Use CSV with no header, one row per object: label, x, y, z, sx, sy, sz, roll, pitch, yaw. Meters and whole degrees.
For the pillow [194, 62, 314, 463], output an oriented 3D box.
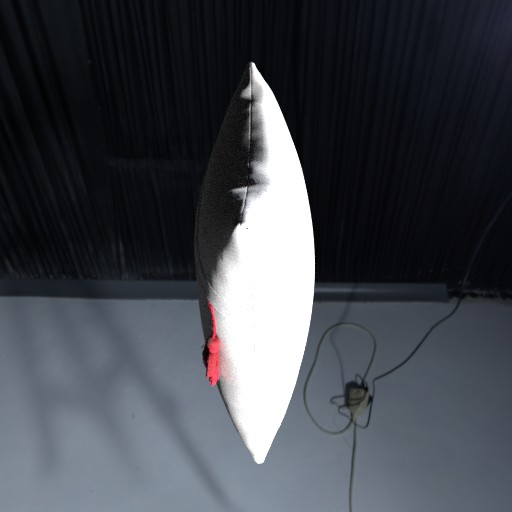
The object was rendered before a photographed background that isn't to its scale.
pillow,0.000,0.000,0.673,0.173,0.436,0.433,0,41,0
